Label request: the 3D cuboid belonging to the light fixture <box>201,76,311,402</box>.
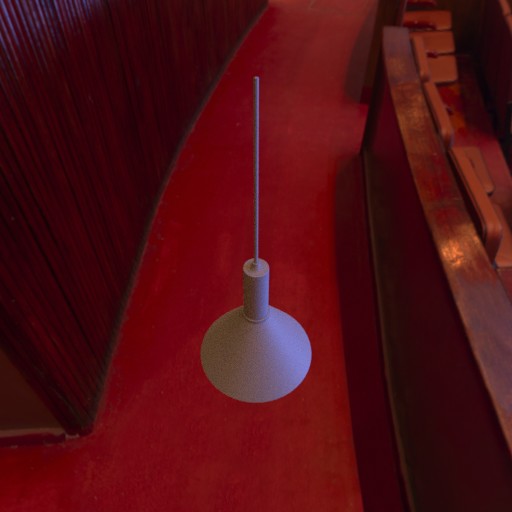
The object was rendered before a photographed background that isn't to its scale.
[{"bbox_3d":[0.000,0.000,0.832,0.267,0.683,0.267,-3,47,-2],"label":"light fixture"}]
